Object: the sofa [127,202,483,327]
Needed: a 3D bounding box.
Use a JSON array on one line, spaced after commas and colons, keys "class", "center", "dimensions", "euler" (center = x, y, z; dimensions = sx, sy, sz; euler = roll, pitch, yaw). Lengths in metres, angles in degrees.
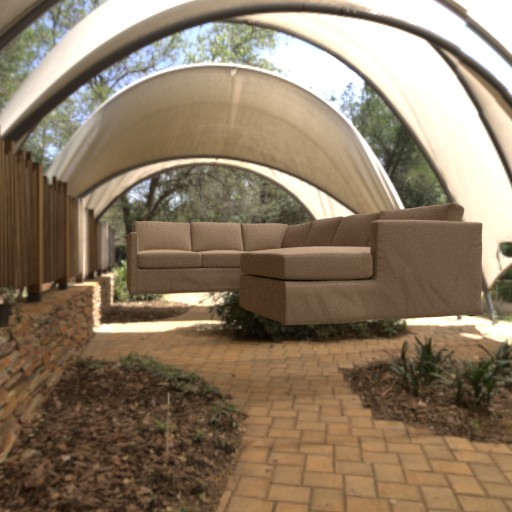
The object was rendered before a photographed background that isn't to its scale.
[{"class": "sofa", "center": [0.000, 0.000, 4.515], "dimensions": [2.427, 0.882, 3.460], "euler": [0, 1, -18]}]
